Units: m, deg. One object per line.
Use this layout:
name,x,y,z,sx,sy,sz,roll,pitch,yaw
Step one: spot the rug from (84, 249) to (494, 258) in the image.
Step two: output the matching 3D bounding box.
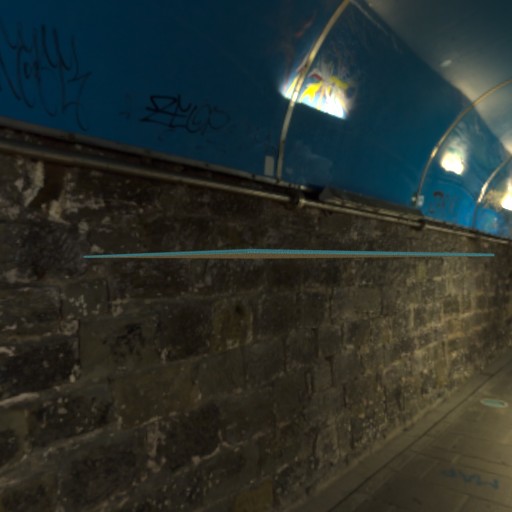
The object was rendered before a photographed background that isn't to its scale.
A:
rug,0.000,0.000,2.845,1.594,0.013,2.213,0,-1,-35
